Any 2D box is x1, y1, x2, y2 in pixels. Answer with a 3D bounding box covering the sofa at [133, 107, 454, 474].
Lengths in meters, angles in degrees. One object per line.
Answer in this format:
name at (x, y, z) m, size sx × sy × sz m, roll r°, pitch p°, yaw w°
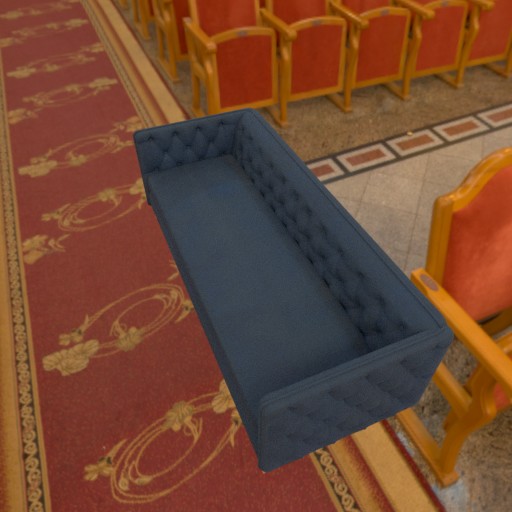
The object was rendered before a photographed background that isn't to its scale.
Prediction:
sofa at (0.000, 0.000, 2.663) m, size 0.895 × 0.771 × 2.209 m, roll -17°, pitch 48°, yaw -16°
